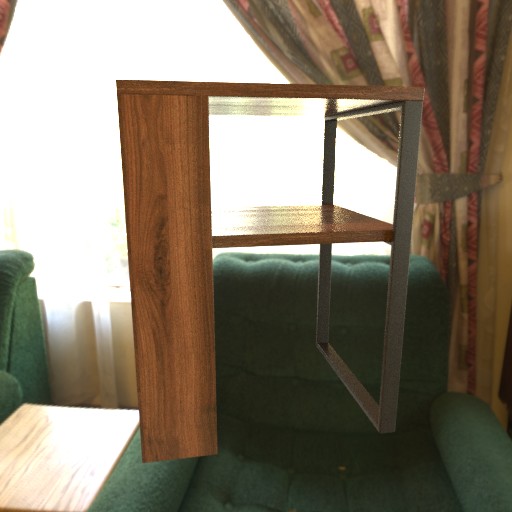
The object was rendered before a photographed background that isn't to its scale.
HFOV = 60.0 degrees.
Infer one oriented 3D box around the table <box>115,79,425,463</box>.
[{"bbox_3d":[0.000,0.000,1.539,0.786,1.041,0.660,-2,14,-10],"label":"table"}]
